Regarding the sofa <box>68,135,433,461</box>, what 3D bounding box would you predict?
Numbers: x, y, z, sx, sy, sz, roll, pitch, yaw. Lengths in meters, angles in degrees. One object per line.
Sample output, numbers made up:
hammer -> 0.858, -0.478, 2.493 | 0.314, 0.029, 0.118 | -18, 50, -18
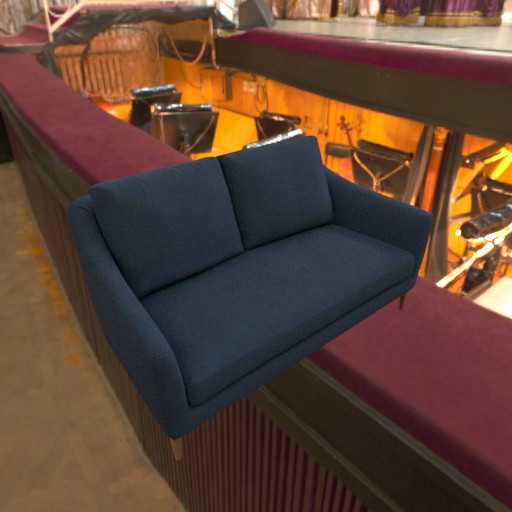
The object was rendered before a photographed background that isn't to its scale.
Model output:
sofa -> 0.000, 0.000, 2.203 | 1.619, 0.902, 0.960 | -23, 37, -34
